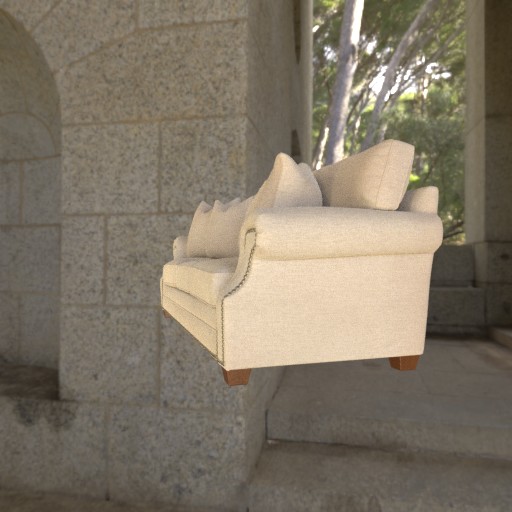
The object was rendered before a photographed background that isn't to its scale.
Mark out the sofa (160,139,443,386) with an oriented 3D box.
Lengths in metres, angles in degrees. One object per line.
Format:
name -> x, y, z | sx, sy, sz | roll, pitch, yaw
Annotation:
sofa -> 0.000, 0.000, 2.757 | 0.965, 0.975, 2.312 | 0, -1, -18
